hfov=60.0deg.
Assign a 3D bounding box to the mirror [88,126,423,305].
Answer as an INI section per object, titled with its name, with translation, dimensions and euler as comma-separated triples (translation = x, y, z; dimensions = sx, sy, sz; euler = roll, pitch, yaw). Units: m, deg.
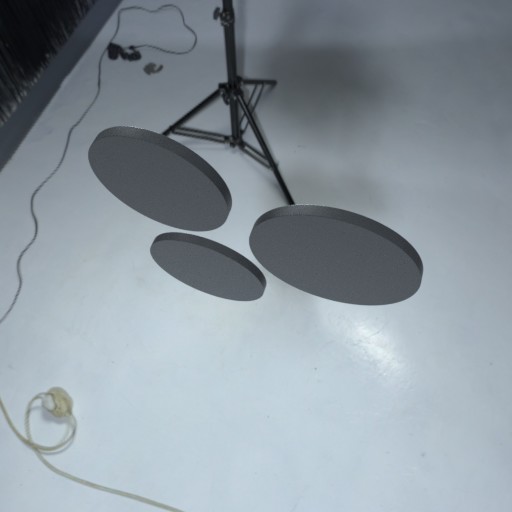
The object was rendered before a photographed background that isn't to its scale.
[mirror]
translation = 0.000, 0.000, 3.198
dimensions = 2.160, 2.096, 0.076
euler = 17, 65, 8
